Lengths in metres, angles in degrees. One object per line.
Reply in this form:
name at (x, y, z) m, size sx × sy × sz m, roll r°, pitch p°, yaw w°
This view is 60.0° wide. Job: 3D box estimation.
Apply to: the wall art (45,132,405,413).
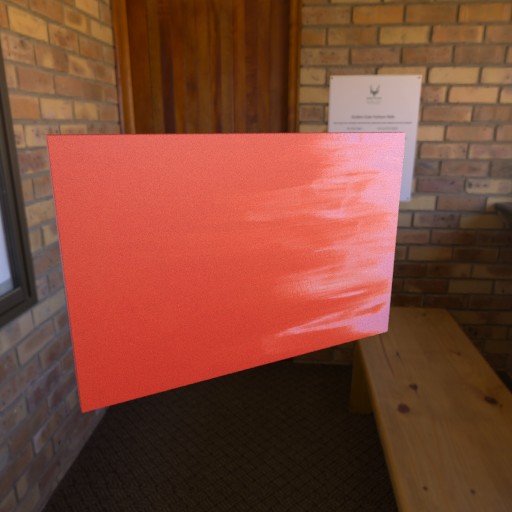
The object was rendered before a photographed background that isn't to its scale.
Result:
wall art at (0.000, 0.000, 0.758) m, size 0.607 × 0.405 × 0.033 m, roll -8°, pitch 18°, yaw -26°
